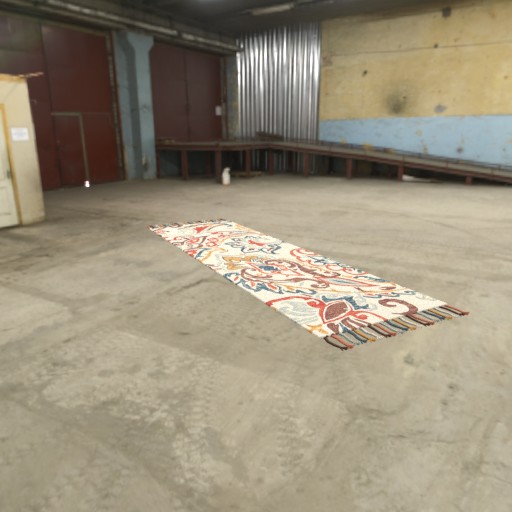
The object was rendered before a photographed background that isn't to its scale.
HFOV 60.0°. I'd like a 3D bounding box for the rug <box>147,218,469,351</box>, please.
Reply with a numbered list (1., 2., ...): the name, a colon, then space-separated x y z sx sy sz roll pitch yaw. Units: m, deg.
1. rug: 0.000 0.000 2.982 0.763 0.015 2.682 -8 17 -28
